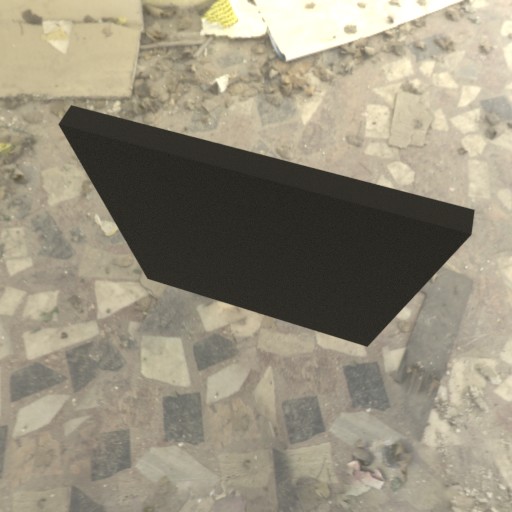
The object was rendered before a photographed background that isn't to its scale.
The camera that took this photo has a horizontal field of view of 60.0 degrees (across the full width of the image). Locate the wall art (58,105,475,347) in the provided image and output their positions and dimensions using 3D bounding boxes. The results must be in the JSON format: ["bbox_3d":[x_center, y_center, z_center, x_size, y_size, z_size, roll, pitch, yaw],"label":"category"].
[{"bbox_3d":[0.000,0.000,0.686,0.462,0.458,0.030,16,66,8],"label":"wall art"}]
